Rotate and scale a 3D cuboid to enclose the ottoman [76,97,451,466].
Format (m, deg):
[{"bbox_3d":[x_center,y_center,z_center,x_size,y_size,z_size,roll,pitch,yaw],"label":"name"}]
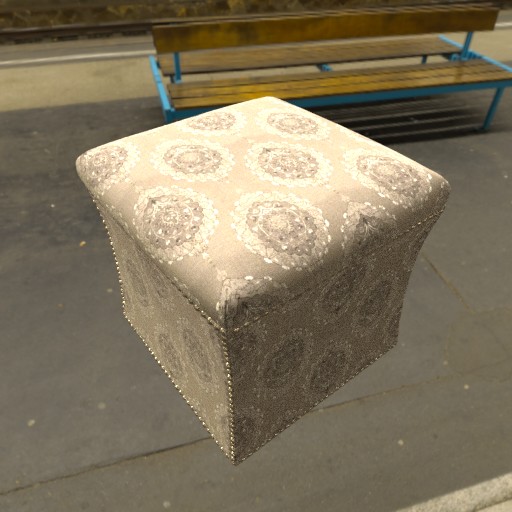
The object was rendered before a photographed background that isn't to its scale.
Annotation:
[{"bbox_3d":[0.000,0.000,0.914,0.497,0.473,0.507,-27,47,-28],"label":"ottoman"}]
